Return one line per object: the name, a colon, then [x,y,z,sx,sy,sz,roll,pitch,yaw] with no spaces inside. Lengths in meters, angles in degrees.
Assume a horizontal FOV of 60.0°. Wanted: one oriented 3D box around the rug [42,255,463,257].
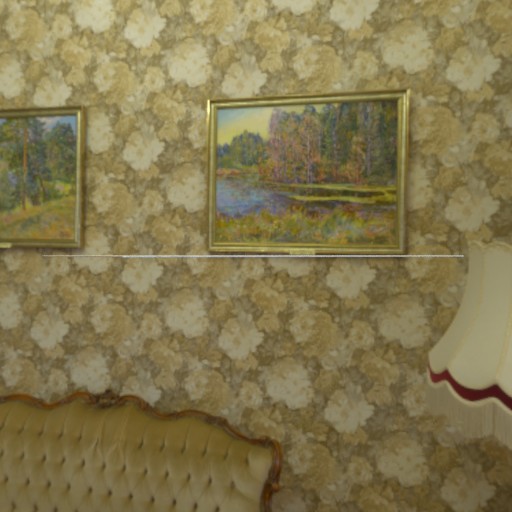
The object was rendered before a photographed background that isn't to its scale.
rug: [0.000,0.000,2.329,1.850,0.006,1.234,0,0,-36]
